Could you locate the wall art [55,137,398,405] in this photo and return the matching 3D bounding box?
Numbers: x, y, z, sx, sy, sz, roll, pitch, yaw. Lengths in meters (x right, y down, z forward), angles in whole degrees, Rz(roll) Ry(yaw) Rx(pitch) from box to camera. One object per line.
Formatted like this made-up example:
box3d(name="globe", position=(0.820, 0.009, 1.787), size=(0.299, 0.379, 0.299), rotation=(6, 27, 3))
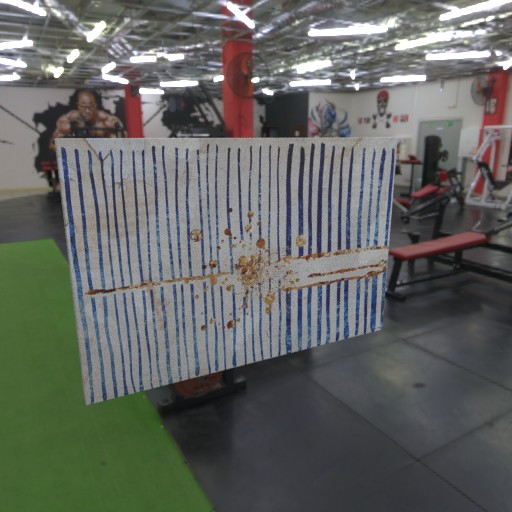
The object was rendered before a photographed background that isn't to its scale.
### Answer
box3d(name="wall art", position=(0.000, 0.000, 1.472), size=(1.143, 0.757, 0.038), rotation=(-8, 17, -26))
